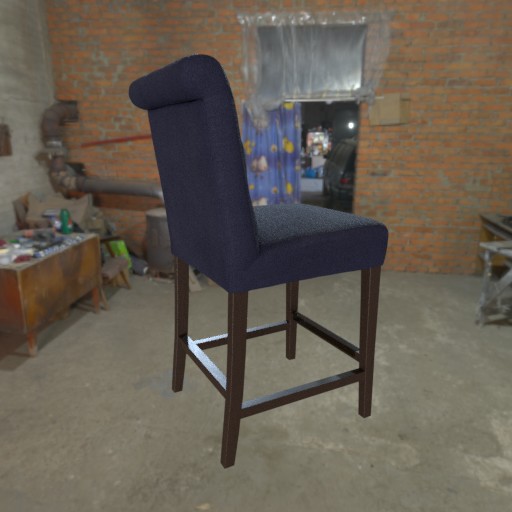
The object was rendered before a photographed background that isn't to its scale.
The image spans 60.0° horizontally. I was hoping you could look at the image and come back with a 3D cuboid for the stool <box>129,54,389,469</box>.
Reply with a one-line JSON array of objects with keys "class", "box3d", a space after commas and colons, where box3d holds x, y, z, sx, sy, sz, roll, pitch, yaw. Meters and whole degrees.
[{"class": "stool", "box3d": [0.000, 0.000, 1.320, 0.601, 1.010, 0.493, -8, 17, -27]}]
